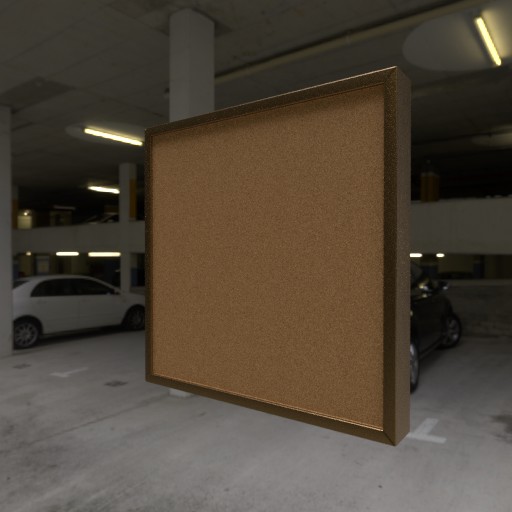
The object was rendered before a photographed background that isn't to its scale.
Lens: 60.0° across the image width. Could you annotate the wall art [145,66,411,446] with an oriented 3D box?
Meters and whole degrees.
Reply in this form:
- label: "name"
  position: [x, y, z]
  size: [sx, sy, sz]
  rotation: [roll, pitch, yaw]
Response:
- label: "wall art"
  position: [0.000, 0.000, 0.459]
  size: [0.305, 0.305, 0.037]
  rotation: [0, 1, 36]
